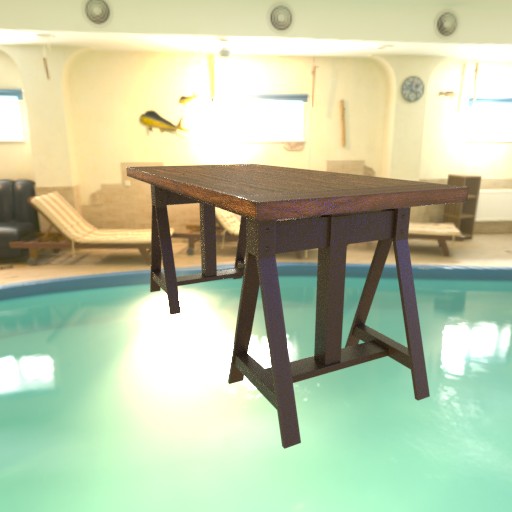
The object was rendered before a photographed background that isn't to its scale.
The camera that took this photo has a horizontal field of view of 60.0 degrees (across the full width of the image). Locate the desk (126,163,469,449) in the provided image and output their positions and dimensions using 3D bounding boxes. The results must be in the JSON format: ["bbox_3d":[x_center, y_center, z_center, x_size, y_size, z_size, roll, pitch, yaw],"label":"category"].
[{"bbox_3d":[0.000,0.000,1.996,0.784,0.725,1.543,-8,17,-26],"label":"desk"}]
